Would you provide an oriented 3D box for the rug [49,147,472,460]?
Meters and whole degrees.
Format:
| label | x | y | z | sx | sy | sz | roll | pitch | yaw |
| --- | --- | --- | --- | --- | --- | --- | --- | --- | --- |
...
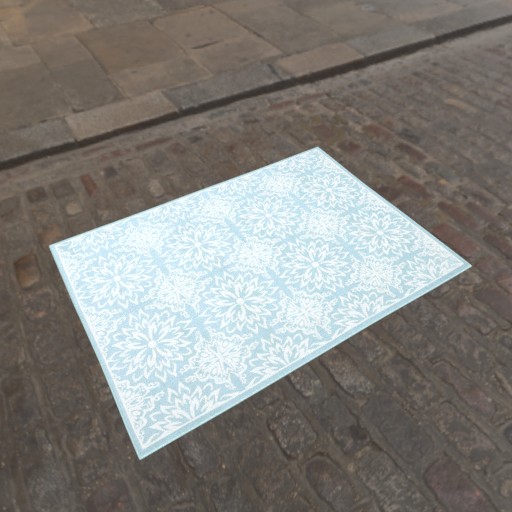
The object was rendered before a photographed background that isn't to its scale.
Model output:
| label | x | y | z | sx | sy | sz | roll | pitch | yaw |
| --- | --- | --- | --- | --- | --- | --- | --- | --- | --- |
| rug | 0.000 | 0.000 | 2.835 | 2.205 | 0.014 | 1.589 | -24 | 51 | -21 |
